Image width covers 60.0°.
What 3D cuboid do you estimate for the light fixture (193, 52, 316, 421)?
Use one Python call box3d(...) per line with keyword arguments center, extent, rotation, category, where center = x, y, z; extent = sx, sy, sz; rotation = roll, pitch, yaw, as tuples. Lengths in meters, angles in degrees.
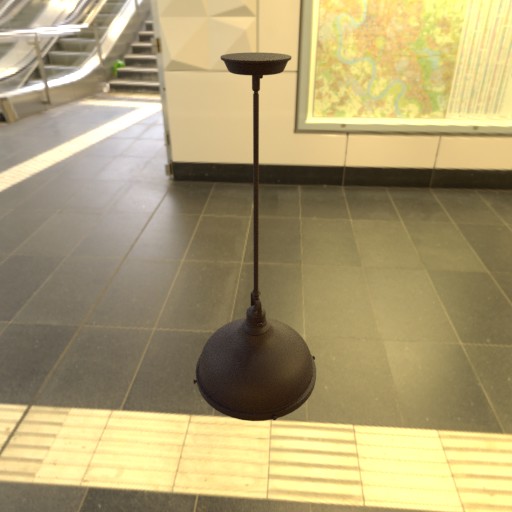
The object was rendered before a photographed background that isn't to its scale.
box3d(center=(0.000, 0.000, 1.027), extent=(0.341, 0.849, 0.341), rotation=(-8, 31, -13), category="light fixture")
